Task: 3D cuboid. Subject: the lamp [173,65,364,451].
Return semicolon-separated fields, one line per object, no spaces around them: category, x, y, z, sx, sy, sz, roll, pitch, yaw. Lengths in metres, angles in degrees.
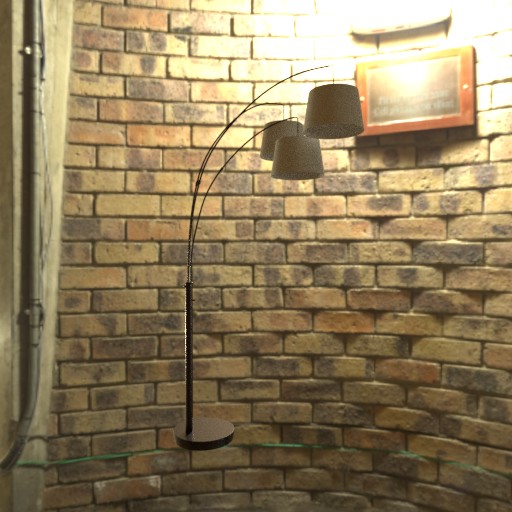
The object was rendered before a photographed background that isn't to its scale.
lamp;0.000;0.000;2.480;0.924;1.950;0.951;0;1;-18
